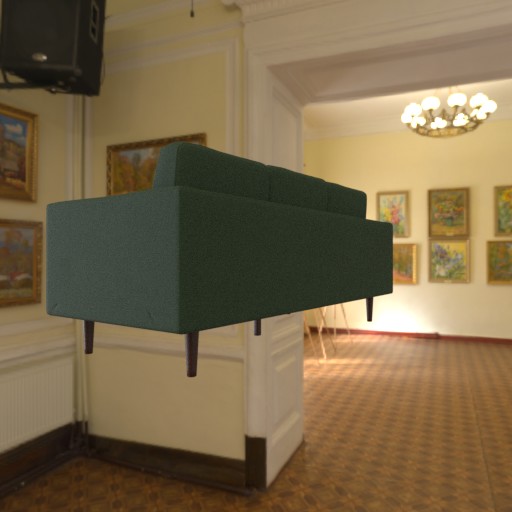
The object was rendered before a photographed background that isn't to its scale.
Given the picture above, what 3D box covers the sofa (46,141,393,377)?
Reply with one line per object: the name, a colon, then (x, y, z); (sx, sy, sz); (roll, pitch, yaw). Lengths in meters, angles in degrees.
sofa: (0.000, 0.000, 2.516); (0.879, 0.899, 2.029); (0, 0, 36)
